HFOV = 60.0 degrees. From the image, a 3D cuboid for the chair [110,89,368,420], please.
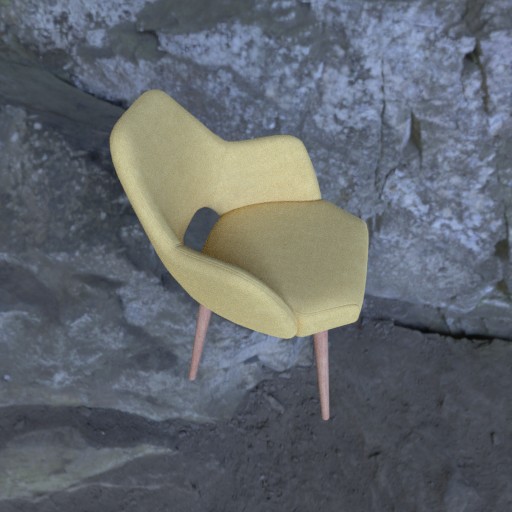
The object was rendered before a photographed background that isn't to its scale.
[{"bbox_3d":[0.000,0.000,1.257,0.610,0.840,0.590,9,47,9],"label":"chair"}]
